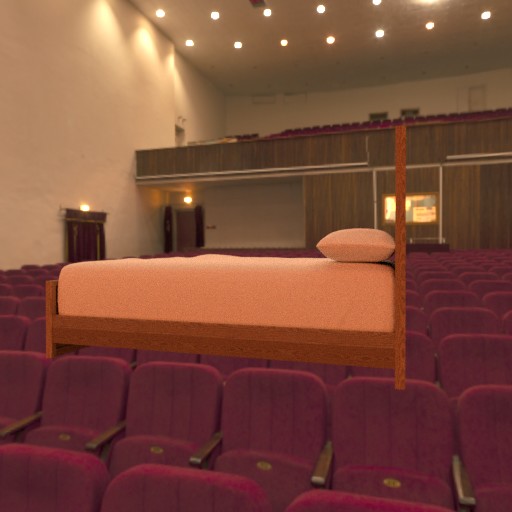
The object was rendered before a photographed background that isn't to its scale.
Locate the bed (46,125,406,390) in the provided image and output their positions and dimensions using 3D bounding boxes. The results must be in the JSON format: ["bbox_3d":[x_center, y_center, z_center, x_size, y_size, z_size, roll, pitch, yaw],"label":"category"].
[{"bbox_3d":[0.000,0.000,3.461,2.184,1.295,2.013,0,0,18],"label":"bed"}]
